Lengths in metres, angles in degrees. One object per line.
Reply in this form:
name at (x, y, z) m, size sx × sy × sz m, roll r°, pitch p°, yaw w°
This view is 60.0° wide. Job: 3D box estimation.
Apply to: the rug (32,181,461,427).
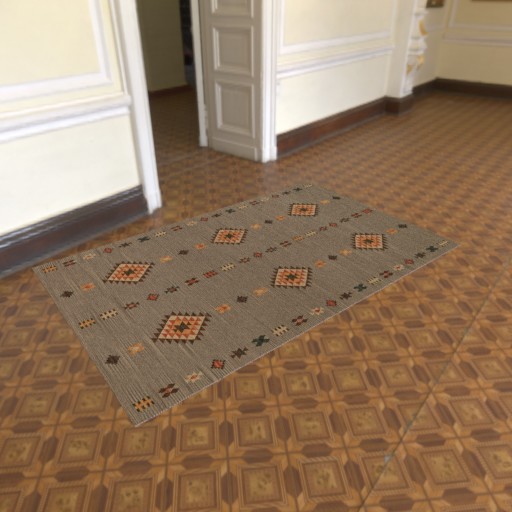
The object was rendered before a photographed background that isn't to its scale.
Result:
rug at (0.000, 0.000, 2.943) m, size 2.427 × 0.007 × 1.515 m, roll -22°, pitch 37°, yaw -32°
